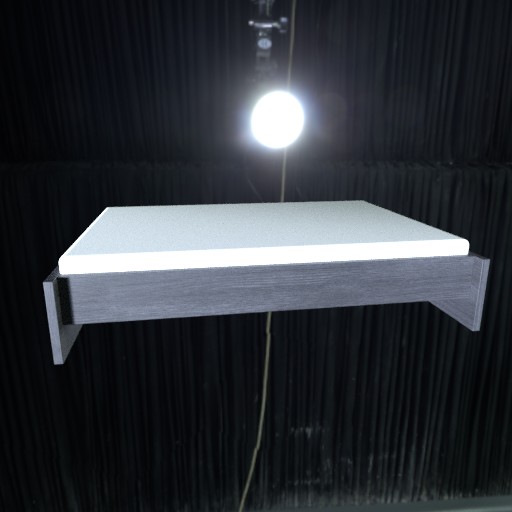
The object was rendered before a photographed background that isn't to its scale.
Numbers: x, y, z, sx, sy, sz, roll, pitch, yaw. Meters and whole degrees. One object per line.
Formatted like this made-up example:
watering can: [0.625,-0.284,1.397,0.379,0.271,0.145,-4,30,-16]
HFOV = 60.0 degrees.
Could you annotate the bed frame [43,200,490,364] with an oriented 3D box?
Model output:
bed frame: [0.000,0.000,2.645,1.950,0.432,1.490,-3,16,-9]
